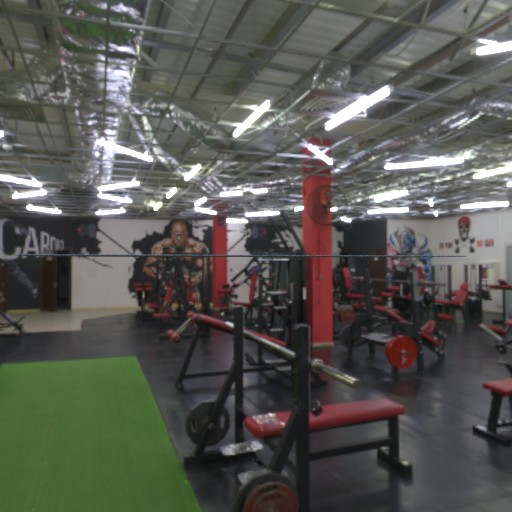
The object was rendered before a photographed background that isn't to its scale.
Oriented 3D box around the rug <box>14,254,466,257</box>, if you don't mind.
[{"bbox_3d":[0.000,0.000,2.624,2.443,0.008,0.688,0,-1,-17],"label":"rug"}]
